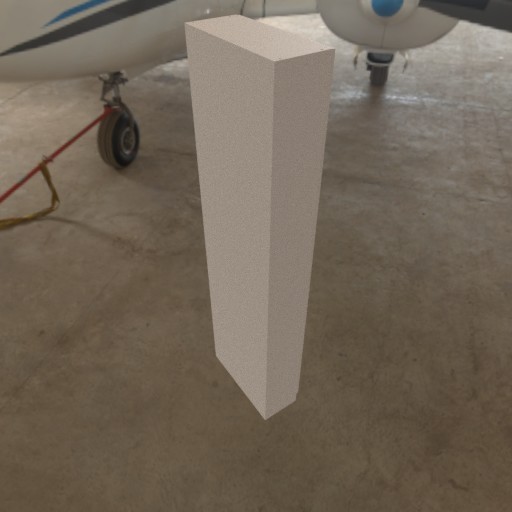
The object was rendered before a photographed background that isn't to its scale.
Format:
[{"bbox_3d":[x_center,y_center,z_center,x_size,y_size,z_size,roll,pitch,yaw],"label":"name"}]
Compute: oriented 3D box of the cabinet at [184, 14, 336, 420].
[{"bbox_3d":[0.000,0.000,1.941,0.230,1.790,0.500,-24,46,-26],"label":"cabinet"}]
